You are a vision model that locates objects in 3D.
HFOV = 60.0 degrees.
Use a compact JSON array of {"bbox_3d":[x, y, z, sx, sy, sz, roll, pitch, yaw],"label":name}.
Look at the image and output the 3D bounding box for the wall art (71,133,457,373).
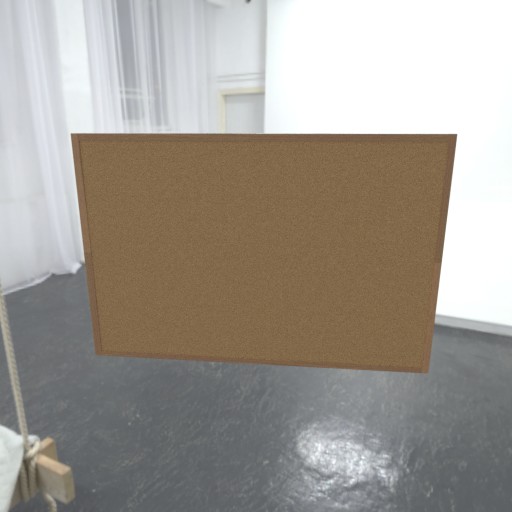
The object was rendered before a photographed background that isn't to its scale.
[{"bbox_3d":[0.000,0.000,1.422,1.141,0.758,0.035,2,16,6],"label":"wall art"}]
